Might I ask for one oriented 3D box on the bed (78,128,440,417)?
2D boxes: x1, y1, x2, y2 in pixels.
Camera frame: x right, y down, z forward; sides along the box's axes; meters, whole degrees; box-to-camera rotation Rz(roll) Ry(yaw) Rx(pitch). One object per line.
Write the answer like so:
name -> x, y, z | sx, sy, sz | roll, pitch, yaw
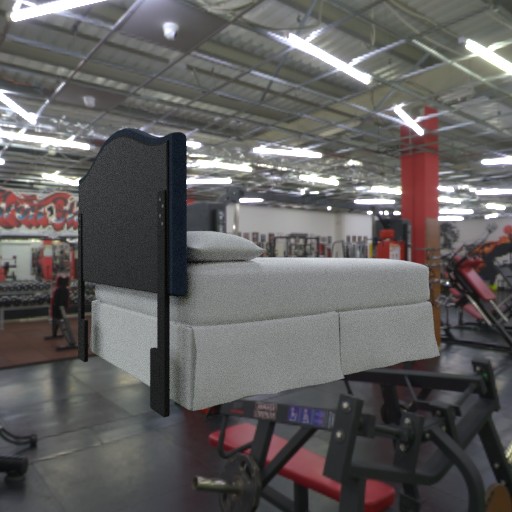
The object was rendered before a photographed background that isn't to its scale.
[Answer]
bed -> 0.000, 0.000, 3.311 | 2.153, 1.518, 1.725 | 0, 0, -36
